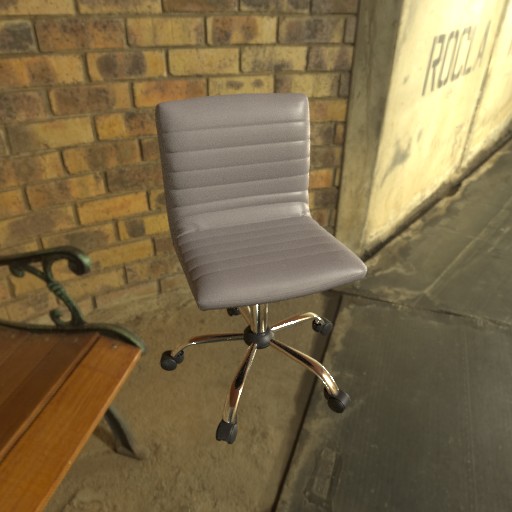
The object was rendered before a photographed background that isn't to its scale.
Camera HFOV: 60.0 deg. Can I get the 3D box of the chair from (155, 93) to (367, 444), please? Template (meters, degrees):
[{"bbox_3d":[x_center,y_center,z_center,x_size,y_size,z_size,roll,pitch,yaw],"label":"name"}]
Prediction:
[{"bbox_3d":[0.000,0.000,1.170,0.569,0.750,0.542,-9,32,-15],"label":"chair"}]
